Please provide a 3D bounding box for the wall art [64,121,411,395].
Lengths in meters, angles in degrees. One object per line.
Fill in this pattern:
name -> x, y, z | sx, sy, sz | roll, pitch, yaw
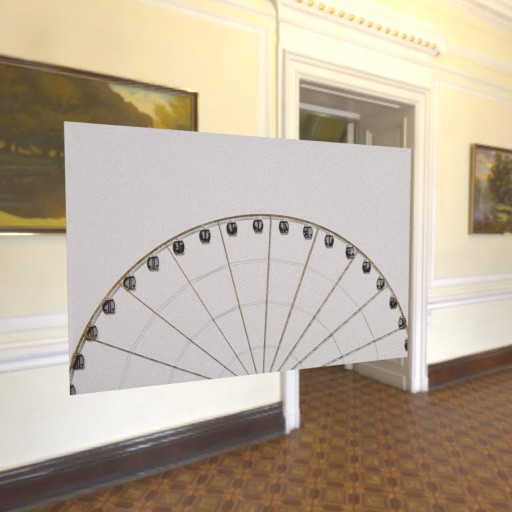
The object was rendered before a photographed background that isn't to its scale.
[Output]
wall art -> 0.000, 0.000, 0.491 | 0.384, 0.254, 0.039 | -1, 3, -19
